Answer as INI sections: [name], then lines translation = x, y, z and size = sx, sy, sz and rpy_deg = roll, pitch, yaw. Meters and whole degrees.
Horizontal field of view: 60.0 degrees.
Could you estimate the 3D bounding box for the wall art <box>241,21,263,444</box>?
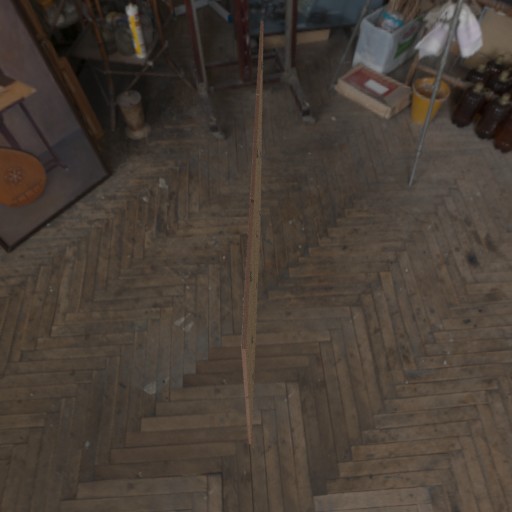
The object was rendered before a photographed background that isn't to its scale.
[wall art]
translation = 0.000, 0.000, 2.236
size = 0.019, 1.532, 1.533
rpy_deg = 2, 58, 1
